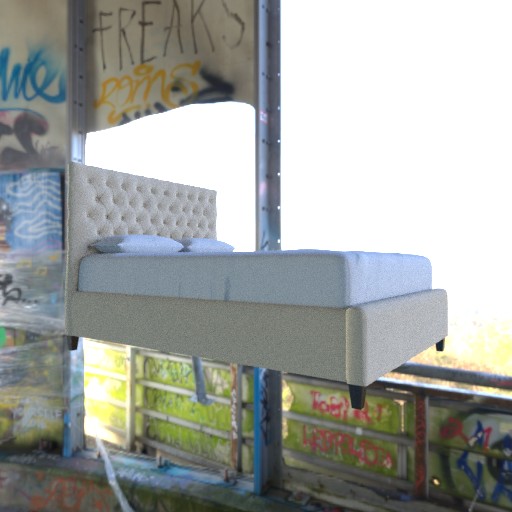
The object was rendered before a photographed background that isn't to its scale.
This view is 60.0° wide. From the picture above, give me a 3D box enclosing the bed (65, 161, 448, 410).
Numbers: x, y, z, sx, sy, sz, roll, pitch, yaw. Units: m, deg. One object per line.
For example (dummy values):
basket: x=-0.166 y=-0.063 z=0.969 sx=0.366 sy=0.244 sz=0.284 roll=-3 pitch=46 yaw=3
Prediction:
bed: x=0.000 y=0.000 z=3.359 sx=2.387 sy=1.427 sz=1.698 roll=0 pitch=-1 yaw=35
